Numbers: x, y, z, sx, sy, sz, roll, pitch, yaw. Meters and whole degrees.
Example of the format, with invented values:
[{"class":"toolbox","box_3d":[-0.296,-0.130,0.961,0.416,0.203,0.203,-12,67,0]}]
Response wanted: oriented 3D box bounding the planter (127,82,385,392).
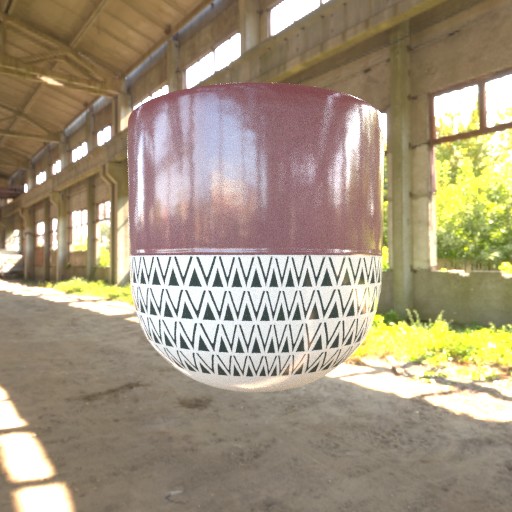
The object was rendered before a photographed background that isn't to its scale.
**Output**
[{"class":"planter","box_3d":[0.000,0.000,0.477,0.266,0.270,0.266,0,0,0]}]
